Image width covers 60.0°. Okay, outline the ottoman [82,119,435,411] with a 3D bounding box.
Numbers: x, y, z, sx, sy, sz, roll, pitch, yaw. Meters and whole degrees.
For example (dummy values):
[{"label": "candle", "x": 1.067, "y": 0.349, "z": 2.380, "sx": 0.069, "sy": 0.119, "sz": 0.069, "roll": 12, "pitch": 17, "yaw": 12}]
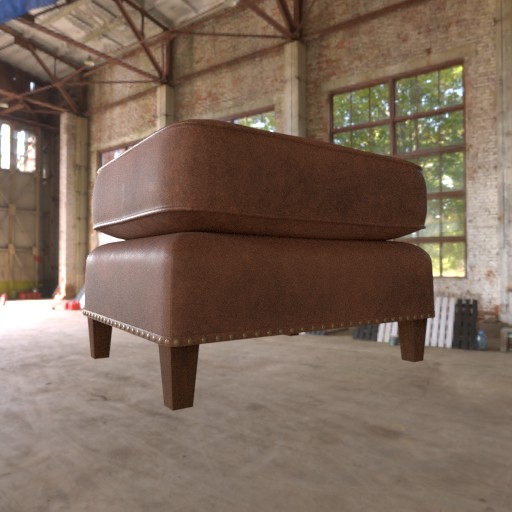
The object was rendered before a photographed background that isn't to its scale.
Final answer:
[{"label": "ottoman", "x": 0.000, "y": 0.000, "z": 1.155, "sx": 0.738, "sy": 0.537, "sz": 0.589, "roll": 1, "pitch": -1, "yaw": -34}]
